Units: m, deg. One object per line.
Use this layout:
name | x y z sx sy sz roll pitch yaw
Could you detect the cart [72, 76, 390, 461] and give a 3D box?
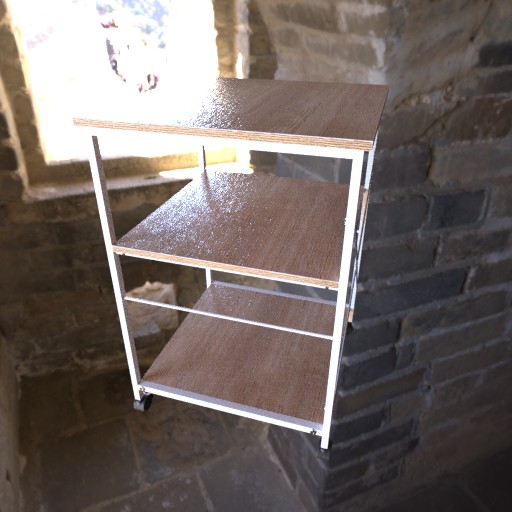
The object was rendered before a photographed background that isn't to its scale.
cart | 0.000 0.000 1.120 0.520 0.762 0.521 9 31 15
